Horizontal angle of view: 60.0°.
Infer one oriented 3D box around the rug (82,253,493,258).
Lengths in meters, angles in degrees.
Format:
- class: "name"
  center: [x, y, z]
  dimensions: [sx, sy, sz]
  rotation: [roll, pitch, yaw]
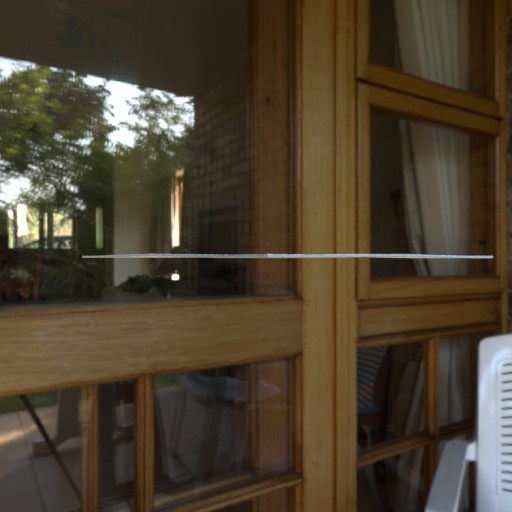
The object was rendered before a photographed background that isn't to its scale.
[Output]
- class: "rug"
  center: [0.000, 0.000, 2.946]
  dimensions: [1.616, 0.030, 2.338]
  rotation: [0, 0, -36]
